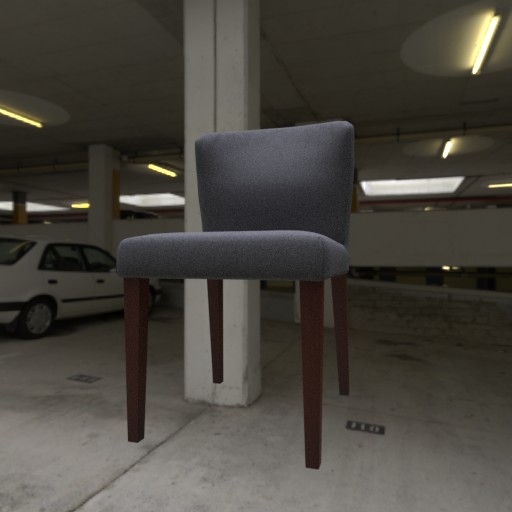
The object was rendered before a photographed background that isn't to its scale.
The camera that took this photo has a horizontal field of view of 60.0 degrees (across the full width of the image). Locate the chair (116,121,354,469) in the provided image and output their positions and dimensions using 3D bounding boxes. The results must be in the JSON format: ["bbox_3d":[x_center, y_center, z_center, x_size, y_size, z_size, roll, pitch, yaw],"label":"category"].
[{"bbox_3d":[0.000,0.000,1.191,0.491,0.839,0.592,0,0,18],"label":"chair"}]
